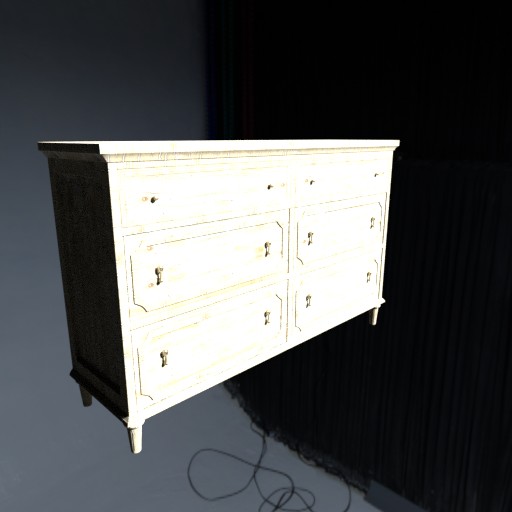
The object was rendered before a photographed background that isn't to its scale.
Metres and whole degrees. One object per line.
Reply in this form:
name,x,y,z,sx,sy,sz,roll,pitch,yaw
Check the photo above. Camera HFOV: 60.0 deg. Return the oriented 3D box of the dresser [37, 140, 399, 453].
dresser,0.000,0.000,2.023,1.626,1.016,0.457,-14,21,-43
